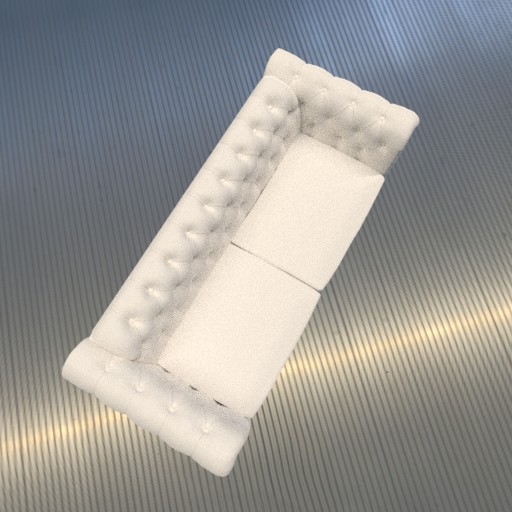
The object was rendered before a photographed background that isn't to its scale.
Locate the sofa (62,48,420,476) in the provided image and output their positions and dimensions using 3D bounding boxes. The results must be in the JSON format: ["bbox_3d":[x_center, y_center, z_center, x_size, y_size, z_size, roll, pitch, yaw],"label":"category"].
[{"bbox_3d":[0.000,0.000,2.230,0.771,0.796,1.798,29,76,8],"label":"sofa"}]
